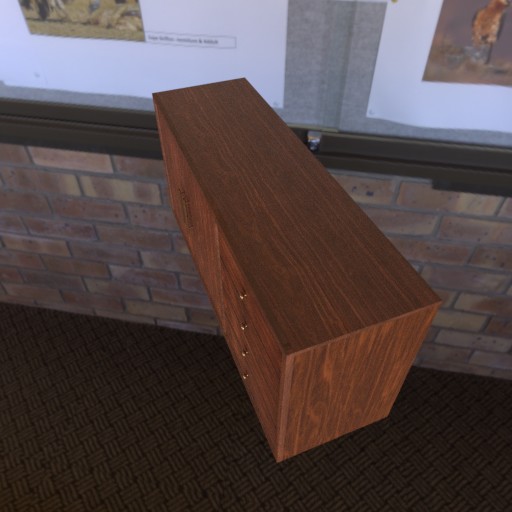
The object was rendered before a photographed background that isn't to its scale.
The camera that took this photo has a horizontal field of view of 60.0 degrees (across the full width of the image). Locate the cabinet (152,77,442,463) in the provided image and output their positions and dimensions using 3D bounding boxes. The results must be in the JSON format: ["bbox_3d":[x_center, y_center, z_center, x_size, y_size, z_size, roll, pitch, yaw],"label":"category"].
[{"bbox_3d":[0.000,0.000,2.033,0.505,0.940,1.575,-16,48,-15],"label":"cabinet"}]
